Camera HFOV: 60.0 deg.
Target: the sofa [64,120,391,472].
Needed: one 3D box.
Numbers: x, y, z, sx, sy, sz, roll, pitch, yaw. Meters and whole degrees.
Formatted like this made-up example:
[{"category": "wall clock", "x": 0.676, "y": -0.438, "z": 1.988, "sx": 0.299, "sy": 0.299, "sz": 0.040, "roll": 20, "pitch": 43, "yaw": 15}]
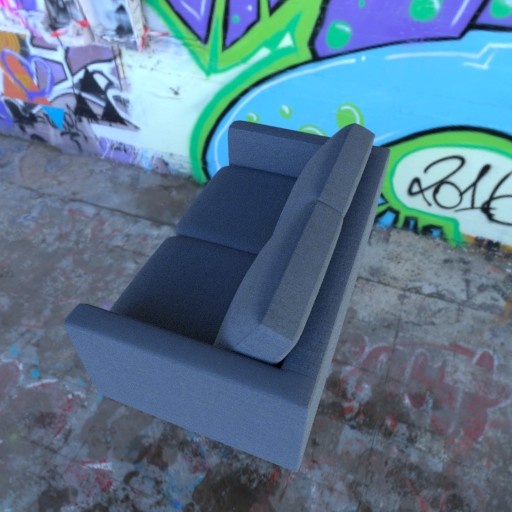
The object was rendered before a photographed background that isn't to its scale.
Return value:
[{"category": "sofa", "x": 0.000, "y": 0.000, "z": 2.256, "sx": 0.999, "sy": 0.907, "sz": 1.659, "roll": 15, "pitch": 47, "yaw": 15}]
